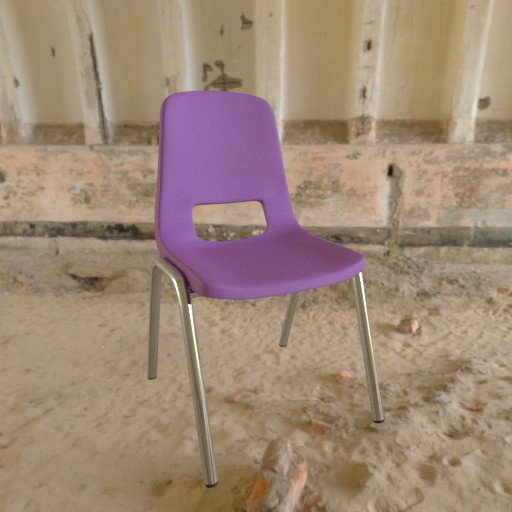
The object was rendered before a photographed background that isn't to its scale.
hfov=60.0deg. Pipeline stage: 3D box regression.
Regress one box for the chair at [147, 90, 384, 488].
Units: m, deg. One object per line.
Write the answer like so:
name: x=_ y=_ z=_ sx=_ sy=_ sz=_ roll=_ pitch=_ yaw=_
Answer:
chair: x=0.000 y=0.000 z=0.673 sx=0.291 sy=0.493 sz=0.301 roll=-8 pitch=17 yaw=-26
